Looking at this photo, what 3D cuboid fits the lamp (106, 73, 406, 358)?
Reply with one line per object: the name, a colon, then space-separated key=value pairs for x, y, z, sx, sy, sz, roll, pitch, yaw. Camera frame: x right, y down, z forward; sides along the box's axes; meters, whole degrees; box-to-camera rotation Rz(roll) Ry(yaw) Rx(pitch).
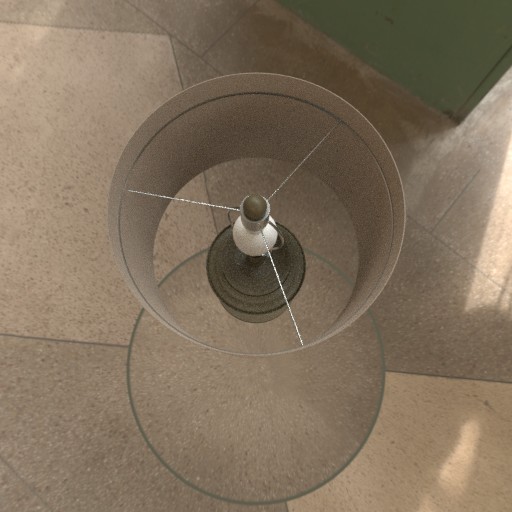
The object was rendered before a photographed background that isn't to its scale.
lamp: x=0.000 y=0.000 z=0.705 sx=0.318 sy=0.486 sz=0.318 roll=0 pitch=76 yaw=0
